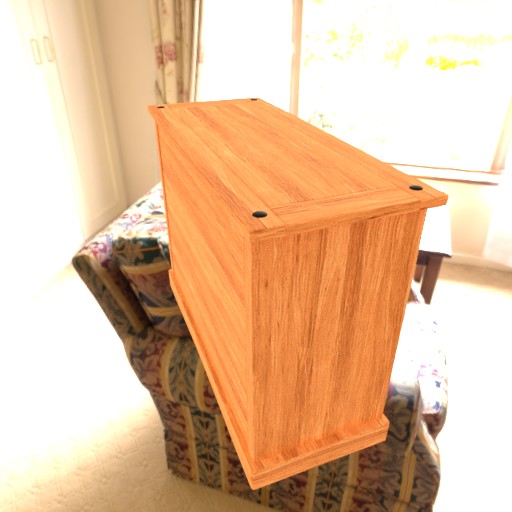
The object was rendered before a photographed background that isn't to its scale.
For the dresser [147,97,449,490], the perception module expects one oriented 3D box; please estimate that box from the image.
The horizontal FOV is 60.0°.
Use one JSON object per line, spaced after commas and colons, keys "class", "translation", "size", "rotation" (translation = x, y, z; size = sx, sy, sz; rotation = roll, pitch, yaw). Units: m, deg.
{"class": "dresser", "translation": [0.000, 0.000, 1.370], "size": [0.410, 0.740, 0.990], "rotation": [-11, 33, -18]}
